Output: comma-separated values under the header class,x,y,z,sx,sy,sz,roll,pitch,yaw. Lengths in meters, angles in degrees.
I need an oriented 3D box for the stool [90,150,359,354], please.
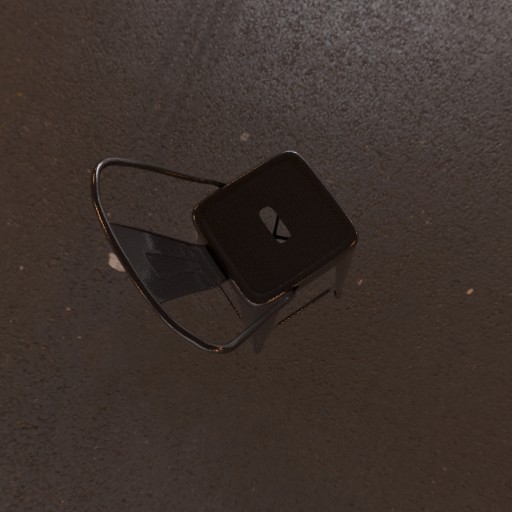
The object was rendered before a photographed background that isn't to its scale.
class,x,y,z,sx,sy,sz,roll,pitch,yaw
stool,0.000,0.000,1.250,0.528,1.022,0.432,-33,78,-8
